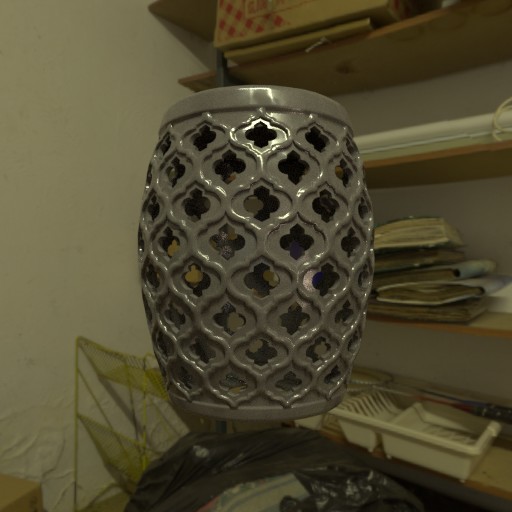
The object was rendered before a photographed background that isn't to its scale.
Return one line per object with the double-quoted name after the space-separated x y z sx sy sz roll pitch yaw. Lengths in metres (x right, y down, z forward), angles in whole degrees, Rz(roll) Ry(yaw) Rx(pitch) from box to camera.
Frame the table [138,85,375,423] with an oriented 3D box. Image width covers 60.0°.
0.000 0.000 0.628 0.325 0.388 0.325 0 -1 0 "table"
